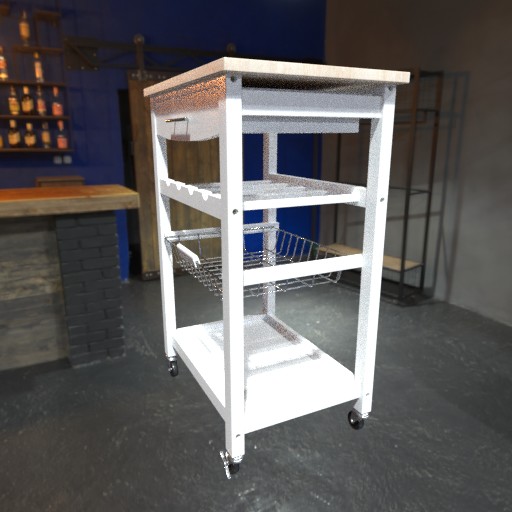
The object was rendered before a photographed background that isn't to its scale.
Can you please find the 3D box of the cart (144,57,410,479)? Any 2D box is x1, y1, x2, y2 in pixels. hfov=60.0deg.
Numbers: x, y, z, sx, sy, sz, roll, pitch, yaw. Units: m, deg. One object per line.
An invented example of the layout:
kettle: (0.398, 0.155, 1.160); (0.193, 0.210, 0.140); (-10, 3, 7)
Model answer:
cart: (0.000, 0.000, 1.166); (0.406, 0.857, 0.578); (-7, 17, -25)
